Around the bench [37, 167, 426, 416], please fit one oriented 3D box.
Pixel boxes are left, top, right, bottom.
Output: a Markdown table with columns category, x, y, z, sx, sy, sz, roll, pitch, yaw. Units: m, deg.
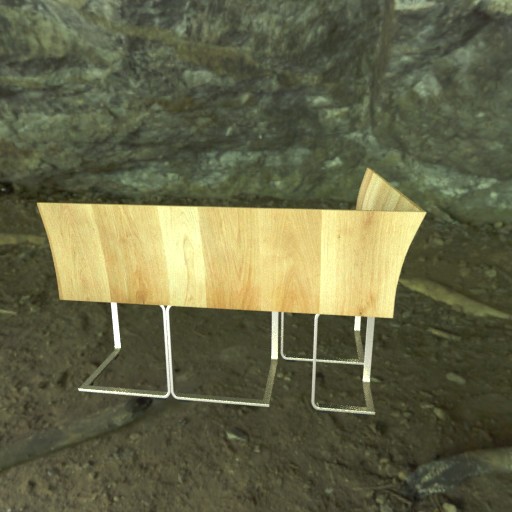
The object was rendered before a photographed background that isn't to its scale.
| category | x | y | z | sx | sy | sz | roll | pitch | yaw |
| --- | --- | --- | --- | --- | --- | --- | --- | --- | --- |
| bench | 0.000 | 0.000 | 2.723 | 1.495 | 0.930 | 1.945 | 2 | 16 | 8 |
